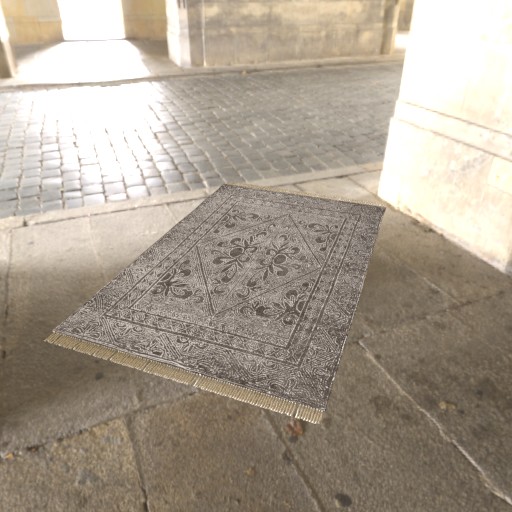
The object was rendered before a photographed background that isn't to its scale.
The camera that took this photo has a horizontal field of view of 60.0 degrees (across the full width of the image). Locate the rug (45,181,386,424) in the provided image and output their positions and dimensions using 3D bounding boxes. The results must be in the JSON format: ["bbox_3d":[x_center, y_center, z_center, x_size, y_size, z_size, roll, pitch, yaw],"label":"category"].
[{"bbox_3d":[0.000,0.000,3.113,1.529,0.010,2.440,11,33,18],"label":"rug"}]
